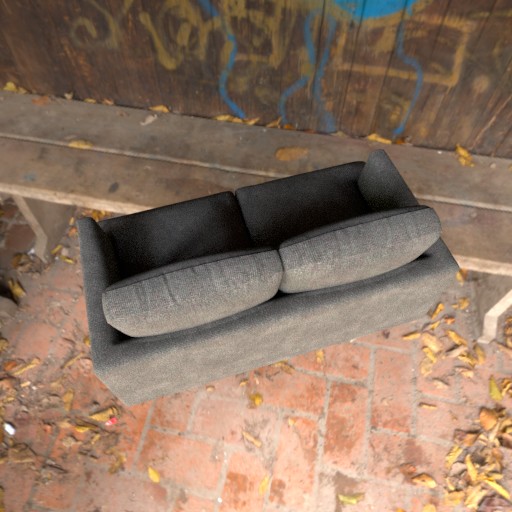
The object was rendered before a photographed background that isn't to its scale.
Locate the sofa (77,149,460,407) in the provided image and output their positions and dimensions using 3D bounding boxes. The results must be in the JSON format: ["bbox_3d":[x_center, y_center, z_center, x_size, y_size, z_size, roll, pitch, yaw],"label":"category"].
[{"bbox_3d":[0.000,0.000,2.166,1.582,0.956,0.903,-15,59,-9],"label":"sofa"}]
